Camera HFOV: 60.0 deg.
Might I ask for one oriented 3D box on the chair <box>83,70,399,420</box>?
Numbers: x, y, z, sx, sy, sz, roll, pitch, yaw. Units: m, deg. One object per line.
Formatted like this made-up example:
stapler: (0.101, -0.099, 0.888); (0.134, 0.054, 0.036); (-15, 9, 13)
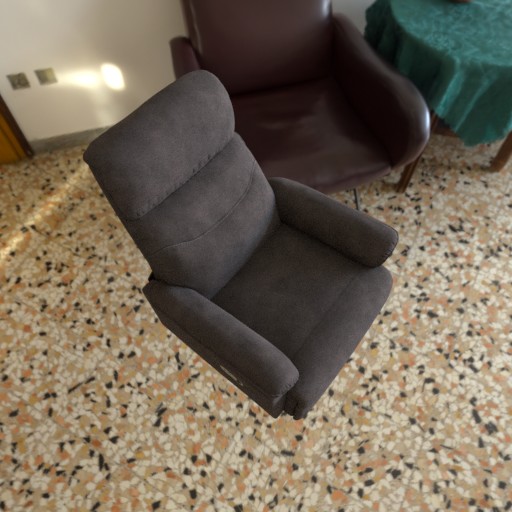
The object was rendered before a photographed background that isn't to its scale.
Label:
chair: (0.000, 0.000, 1.759); (1.009, 1.035, 0.830); (34, 64, 19)
